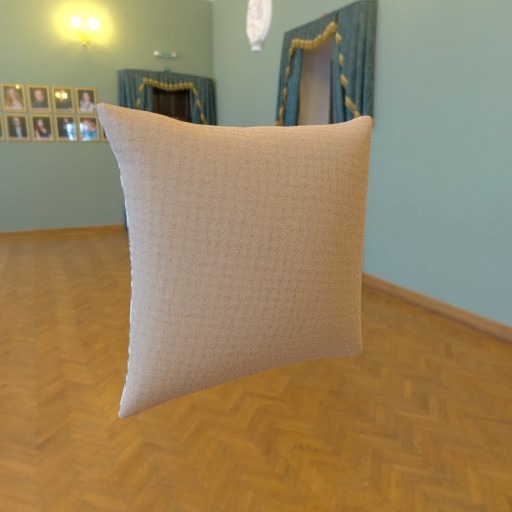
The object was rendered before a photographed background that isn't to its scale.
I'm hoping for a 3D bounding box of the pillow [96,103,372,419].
[{"bbox_3d":[0.000,0.000,0.649,0.419,0.407,0.173,-7,15,-27],"label":"pillow"}]
